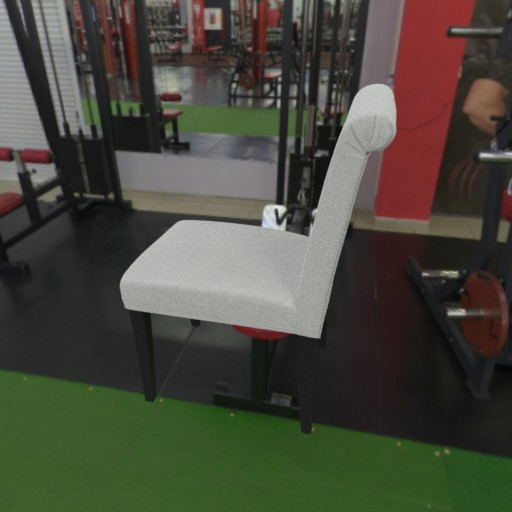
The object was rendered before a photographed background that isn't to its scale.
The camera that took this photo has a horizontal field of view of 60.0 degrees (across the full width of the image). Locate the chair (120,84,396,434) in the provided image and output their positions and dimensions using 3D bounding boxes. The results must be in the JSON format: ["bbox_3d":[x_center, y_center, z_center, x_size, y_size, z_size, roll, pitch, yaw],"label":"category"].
[{"bbox_3d":[0.000,0.000,1.379,0.708,0.976,0.452,7,30,13],"label":"chair"}]
